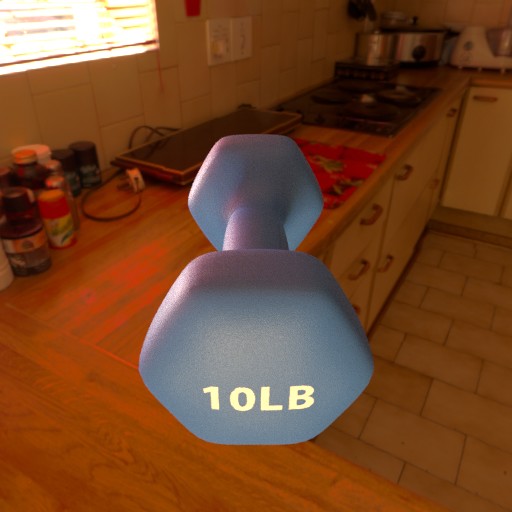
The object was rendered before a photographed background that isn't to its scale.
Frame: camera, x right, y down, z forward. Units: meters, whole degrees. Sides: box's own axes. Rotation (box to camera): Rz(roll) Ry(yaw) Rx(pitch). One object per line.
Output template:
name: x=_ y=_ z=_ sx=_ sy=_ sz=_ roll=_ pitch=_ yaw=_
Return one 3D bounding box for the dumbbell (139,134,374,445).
dumbbell: x=0.000 y=0.000 z=0.265 sx=0.103 sy=0.093 sz=0.212 roll=0 pitch=32 yaw=0
